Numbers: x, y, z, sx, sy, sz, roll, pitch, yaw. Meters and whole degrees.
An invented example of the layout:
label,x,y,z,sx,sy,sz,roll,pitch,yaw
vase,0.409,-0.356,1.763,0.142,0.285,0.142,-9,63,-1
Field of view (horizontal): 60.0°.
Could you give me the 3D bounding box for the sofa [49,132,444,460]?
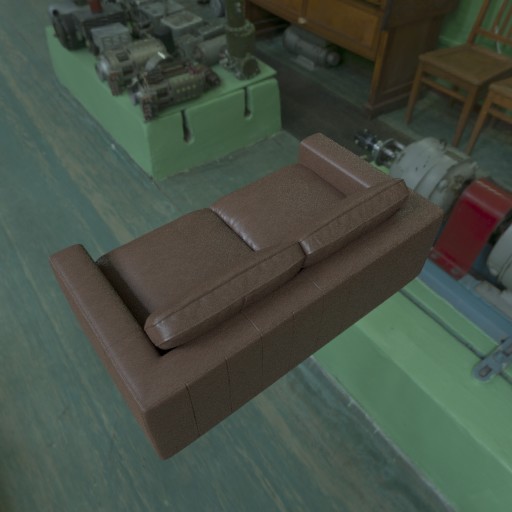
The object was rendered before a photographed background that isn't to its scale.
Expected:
label,x,y,z,sx,sy,sz,roll,pitch,yaw
sofa,0.000,0.000,2.494,1.920,0.800,1.070,-30,54,-24
